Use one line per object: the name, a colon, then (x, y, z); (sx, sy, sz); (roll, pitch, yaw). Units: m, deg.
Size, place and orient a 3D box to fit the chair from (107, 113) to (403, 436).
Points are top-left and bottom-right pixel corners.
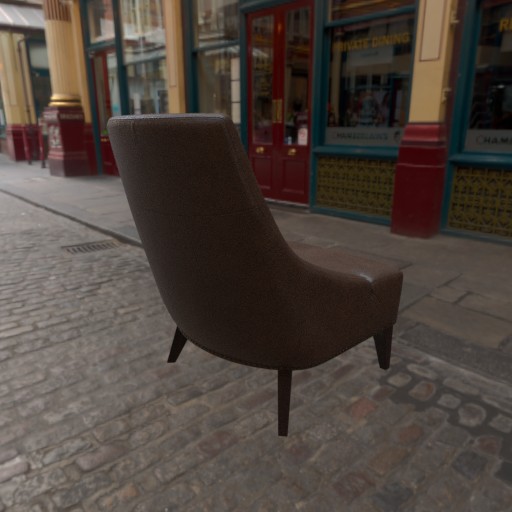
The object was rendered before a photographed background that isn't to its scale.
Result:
chair: (0.000, 0.000, 1.521); (0.861, 0.909, 0.701); (-15, 21, -42)
